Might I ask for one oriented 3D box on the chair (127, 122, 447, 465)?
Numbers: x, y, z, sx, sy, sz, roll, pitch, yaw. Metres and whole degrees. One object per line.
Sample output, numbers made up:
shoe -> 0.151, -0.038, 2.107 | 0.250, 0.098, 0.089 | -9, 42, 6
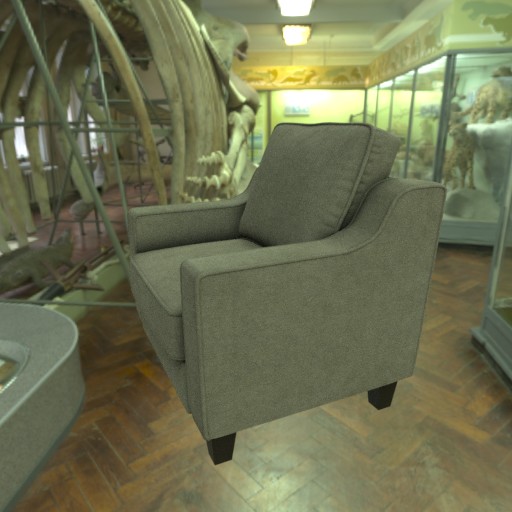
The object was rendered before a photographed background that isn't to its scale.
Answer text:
chair -> 0.000, 0.000, 1.632 | 0.840, 0.944, 0.926 | -8, 19, -24
